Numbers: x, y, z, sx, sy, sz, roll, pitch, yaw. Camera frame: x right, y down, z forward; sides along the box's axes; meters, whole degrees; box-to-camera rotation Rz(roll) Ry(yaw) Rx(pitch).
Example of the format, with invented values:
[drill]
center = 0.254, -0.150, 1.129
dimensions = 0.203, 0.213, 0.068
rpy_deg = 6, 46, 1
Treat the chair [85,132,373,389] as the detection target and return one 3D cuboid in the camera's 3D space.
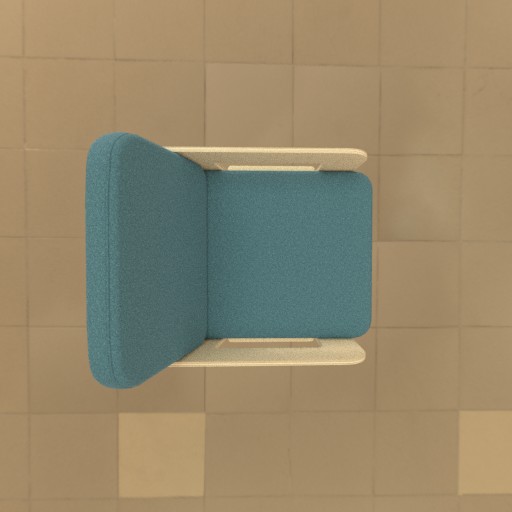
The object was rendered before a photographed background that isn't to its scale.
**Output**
[chair]
center = 0.000, 0.000, 1.180
dimensions = 0.657, 0.747, 0.547
rpy_deg = 0, 92, -2
